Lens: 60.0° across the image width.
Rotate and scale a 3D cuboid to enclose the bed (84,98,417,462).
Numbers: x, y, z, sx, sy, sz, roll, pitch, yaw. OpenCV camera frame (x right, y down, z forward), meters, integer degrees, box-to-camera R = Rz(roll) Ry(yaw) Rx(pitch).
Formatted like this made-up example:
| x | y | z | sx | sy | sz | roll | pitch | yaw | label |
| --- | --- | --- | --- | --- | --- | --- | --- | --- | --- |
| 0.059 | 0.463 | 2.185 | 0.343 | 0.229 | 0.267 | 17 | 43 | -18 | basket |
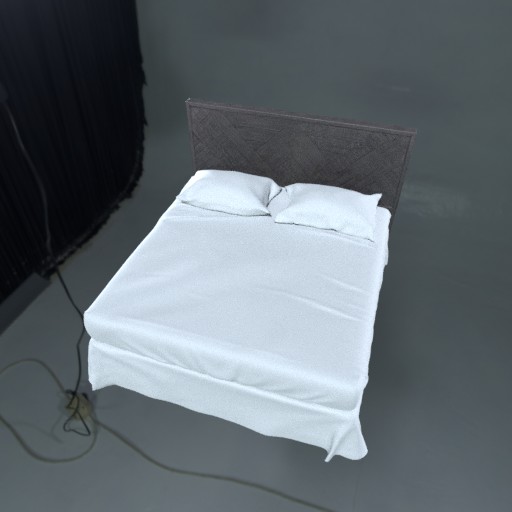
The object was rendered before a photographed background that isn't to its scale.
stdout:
| x | y | z | sx | sy | sz | roll | pitch | yaw | label |
| --- | --- | --- | --- | --- | --- | --- | --- | --- | --- |
| 0.000 | 0.000 | 2.808 | 1.772 | 1.142 | 1.785 | 12 | 43 | 13 | bed |
